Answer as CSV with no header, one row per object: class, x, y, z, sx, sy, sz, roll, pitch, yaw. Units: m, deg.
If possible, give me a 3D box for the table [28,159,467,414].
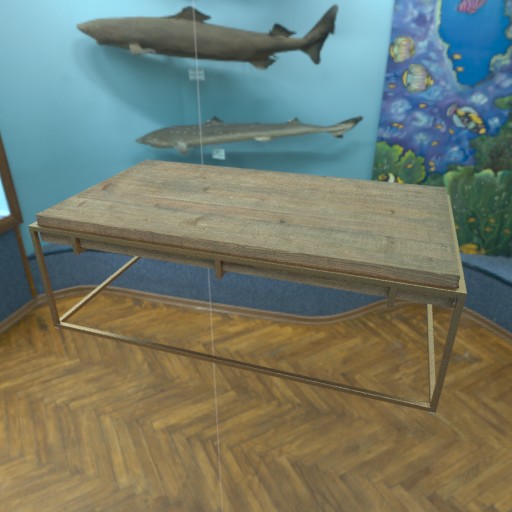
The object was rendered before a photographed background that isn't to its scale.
table,0.000,0.000,1.741,1.387,0.468,0.775,9,29,16
